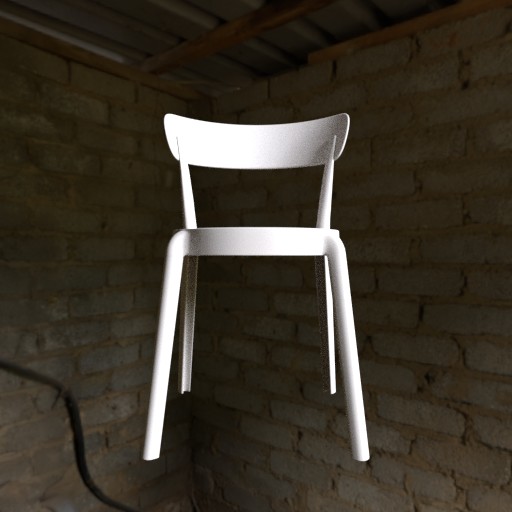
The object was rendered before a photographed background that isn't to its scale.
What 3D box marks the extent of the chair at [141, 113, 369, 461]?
[{"bbox_3d":[0.000,0.000,1.101,0.506,0.790,0.491,0,1,1],"label":"chair"}]
